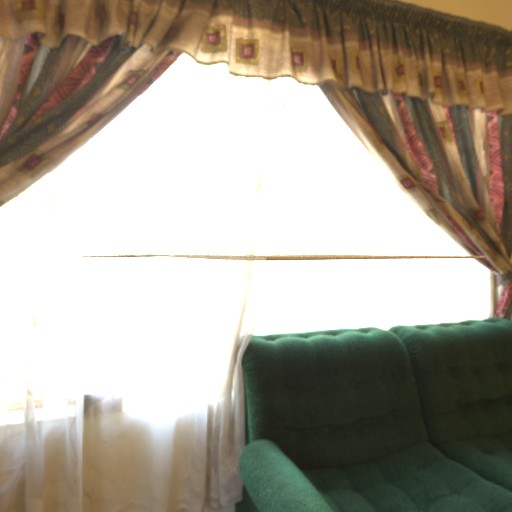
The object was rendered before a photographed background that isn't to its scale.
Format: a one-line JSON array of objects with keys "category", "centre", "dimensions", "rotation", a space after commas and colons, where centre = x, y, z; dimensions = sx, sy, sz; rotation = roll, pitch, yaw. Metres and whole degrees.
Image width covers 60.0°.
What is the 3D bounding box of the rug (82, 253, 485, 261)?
[{"category": "rug", "centre": [0.000, 0.000, 2.970], "dimensions": [1.624, 0.030, 2.264], "rotation": [0, 0, -37]}]
